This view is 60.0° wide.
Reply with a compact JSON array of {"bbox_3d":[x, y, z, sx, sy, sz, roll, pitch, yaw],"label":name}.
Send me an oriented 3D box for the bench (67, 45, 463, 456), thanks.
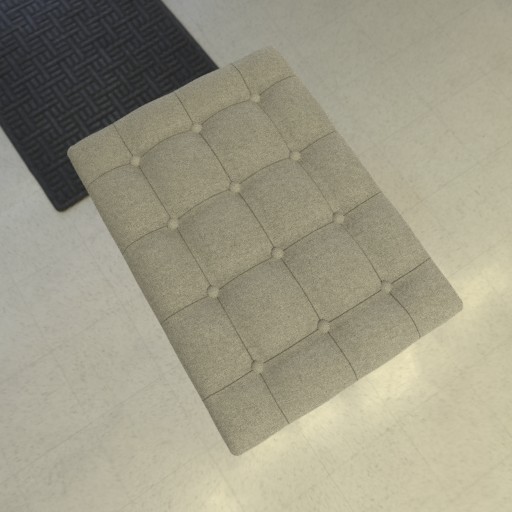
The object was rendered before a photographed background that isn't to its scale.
[{"bbox_3d":[0.000,0.000,0.903,0.417,0.469,0.572,-30,77,-8],"label":"bench"}]
